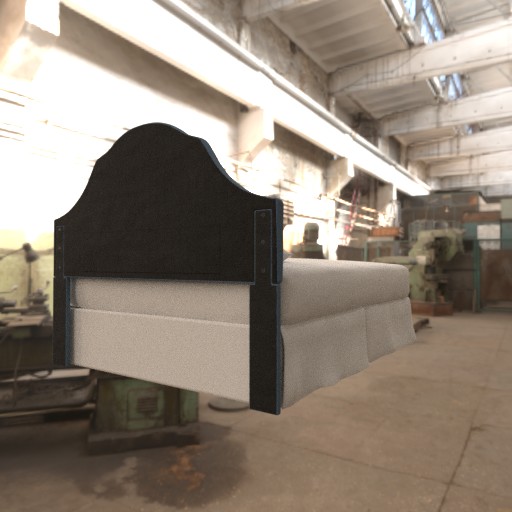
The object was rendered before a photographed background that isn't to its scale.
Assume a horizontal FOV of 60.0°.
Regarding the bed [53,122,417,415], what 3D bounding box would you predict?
[{"bbox_3d":[0.000,0.000,3.756,2.039,1.617,2.477,-1,-1,34],"label":"bed"}]
